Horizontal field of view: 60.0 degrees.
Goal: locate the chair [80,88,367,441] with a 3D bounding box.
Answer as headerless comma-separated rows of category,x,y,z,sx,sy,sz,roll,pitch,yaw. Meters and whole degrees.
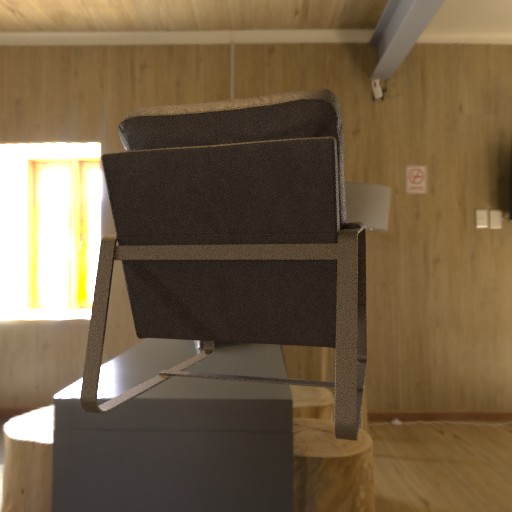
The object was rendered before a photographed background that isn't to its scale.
chair,0.000,0.000,1.468,0.692,0.839,0.878,0,-1,16
